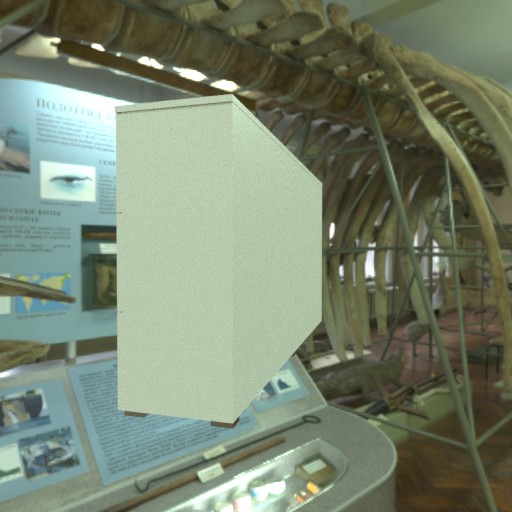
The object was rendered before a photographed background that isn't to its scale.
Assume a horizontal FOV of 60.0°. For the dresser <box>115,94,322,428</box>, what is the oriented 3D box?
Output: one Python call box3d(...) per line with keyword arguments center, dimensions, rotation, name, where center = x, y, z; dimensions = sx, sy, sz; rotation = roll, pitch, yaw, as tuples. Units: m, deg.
box3d(center=(0.000, 0.000, 1.828), dimensions=(0.333, 0.790, 1.535), rotation=(0, 1, 16), name="dresser")
